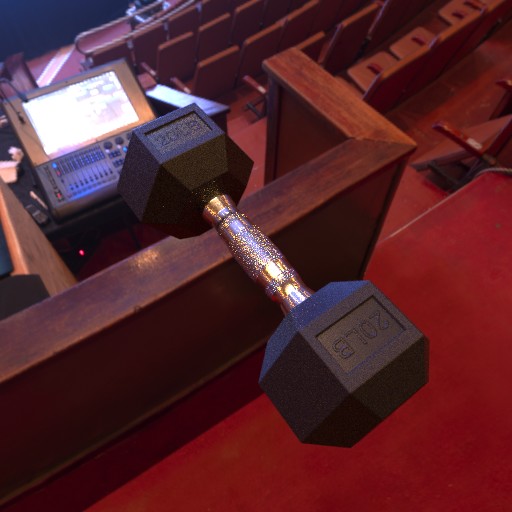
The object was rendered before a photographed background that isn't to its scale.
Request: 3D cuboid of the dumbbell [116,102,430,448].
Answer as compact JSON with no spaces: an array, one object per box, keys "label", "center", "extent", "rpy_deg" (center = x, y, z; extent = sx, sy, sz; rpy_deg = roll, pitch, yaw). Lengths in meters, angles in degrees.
[{"label":"dumbbell","center":[0.000,0.000,0.320],"extent":[0.106,0.092,0.272],"rpy_deg":[-31,63,-18]}]
